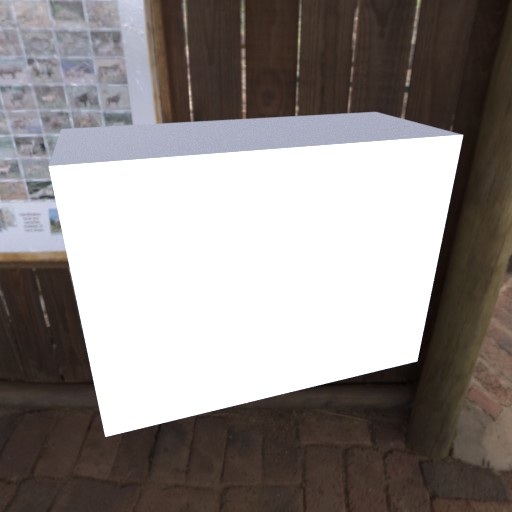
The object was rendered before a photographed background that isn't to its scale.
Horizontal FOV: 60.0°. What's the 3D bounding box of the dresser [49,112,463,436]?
[{"bbox_3d":[0.000,0.000,1.494,1.100,0.820,0.460,-8,27,-16],"label":"dresser"}]
